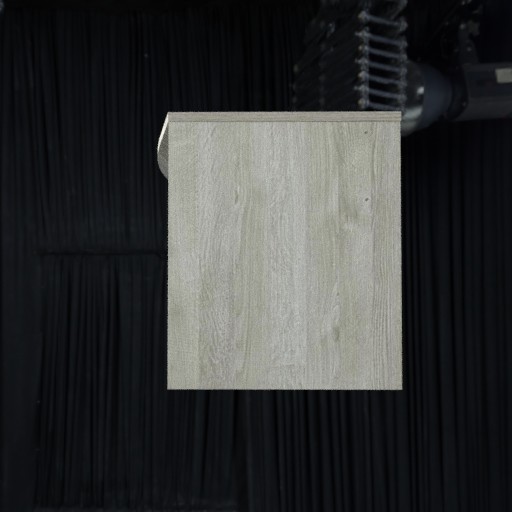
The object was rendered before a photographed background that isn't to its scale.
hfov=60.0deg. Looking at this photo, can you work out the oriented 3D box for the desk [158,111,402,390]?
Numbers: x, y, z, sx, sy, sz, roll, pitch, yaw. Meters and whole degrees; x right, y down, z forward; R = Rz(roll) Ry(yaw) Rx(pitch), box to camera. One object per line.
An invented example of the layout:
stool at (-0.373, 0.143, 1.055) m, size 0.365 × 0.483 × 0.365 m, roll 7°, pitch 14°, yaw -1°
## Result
desk at (0.000, 0.000, 2.000) m, size 0.802 × 0.752 × 1.600 m, roll 0°, pitch -1°, yaw 0°
